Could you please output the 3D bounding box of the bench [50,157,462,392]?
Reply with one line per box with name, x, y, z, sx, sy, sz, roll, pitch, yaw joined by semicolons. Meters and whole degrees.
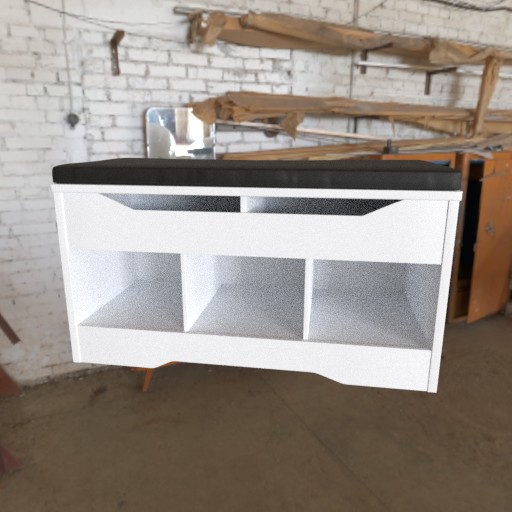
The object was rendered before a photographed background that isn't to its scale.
bench;0.000;0.000;1.193;0.899;0.500;0.401;2;15;9
